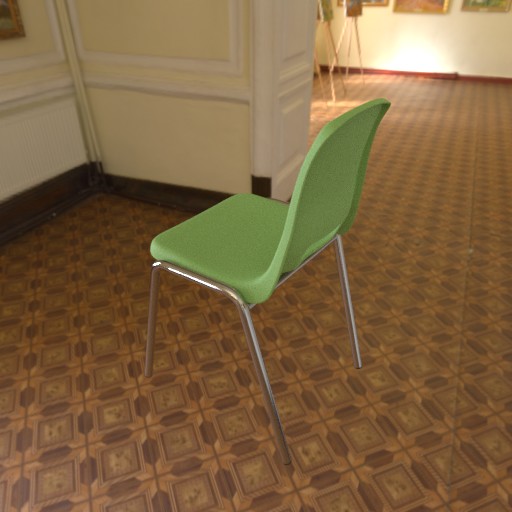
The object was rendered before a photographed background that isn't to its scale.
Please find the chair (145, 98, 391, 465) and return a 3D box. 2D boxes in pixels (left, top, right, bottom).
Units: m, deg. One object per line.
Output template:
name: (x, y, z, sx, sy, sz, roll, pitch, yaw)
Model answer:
chair: (0.000, 0.000, 0.968, 0.436, 0.704, 0.381, 22, 38, 31)
